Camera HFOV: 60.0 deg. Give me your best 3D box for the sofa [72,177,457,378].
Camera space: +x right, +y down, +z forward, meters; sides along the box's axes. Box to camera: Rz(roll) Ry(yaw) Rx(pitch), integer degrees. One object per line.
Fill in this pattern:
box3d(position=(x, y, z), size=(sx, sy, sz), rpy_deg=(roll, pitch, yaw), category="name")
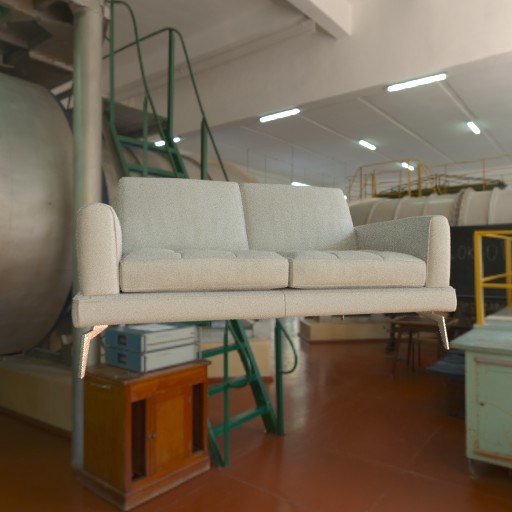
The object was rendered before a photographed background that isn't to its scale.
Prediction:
box3d(position=(0.000, 0.000, 2.454), size=(1.819, 0.930, 1.121), rpy_deg=(0, 0, -18), category="sofa")
